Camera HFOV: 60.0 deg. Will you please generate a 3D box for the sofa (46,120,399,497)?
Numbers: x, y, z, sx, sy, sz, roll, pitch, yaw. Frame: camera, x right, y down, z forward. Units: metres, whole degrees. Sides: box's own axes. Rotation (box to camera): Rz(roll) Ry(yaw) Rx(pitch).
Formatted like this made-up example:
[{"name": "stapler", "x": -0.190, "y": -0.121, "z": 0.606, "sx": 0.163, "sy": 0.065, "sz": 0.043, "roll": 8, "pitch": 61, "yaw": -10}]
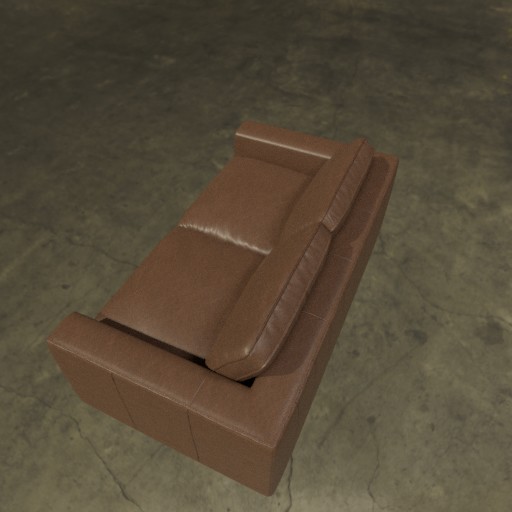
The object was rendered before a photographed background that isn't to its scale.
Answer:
[{"name": "sofa", "x": 0.000, "y": 0.000, "z": 2.367, "sx": 1.070, "sy": 0.800, "sz": 1.920, "roll": 19, "pitch": 50, "yaw": 17}]
